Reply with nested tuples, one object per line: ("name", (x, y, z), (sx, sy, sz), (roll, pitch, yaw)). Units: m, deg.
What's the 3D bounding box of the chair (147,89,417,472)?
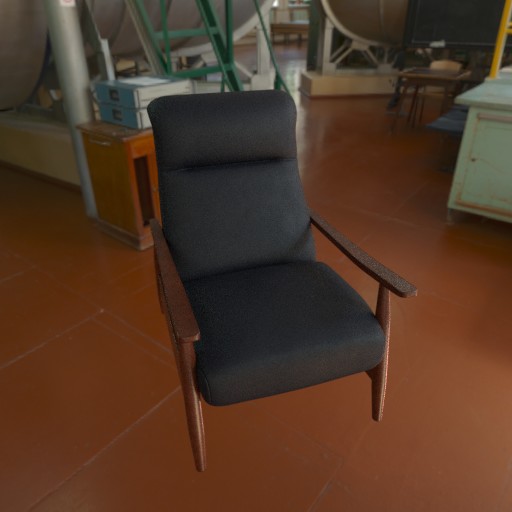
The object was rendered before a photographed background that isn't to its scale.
("chair", (0.000, 0.000, 1.757), (0.762, 1.082, 1.014), (-9, 32, -15))
